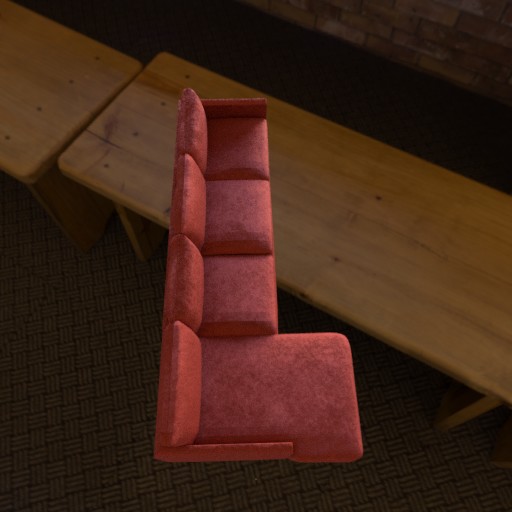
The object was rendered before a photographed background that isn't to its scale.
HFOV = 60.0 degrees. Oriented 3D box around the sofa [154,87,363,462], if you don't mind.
[{"bbox_3d":[0.000,0.000,4.003,1.500,0.967,3.400,-1,63,-1],"label":"sofa"}]
